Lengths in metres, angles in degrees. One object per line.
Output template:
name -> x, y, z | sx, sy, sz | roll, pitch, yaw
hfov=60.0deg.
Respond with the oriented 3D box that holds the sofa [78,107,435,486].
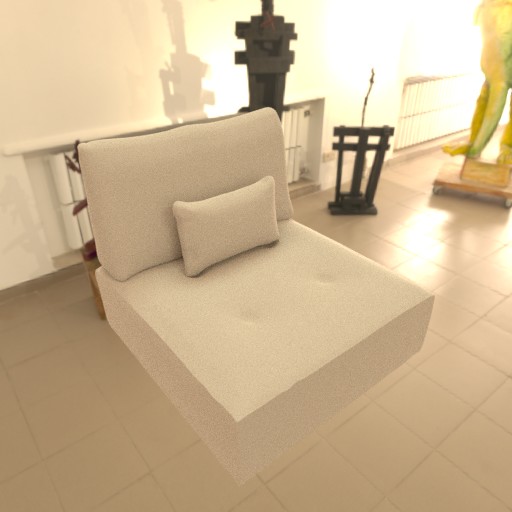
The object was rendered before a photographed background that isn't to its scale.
sofa -> 0.000, 0.000, 1.685 | 0.935, 0.828, 1.000 | -23, 38, -32
